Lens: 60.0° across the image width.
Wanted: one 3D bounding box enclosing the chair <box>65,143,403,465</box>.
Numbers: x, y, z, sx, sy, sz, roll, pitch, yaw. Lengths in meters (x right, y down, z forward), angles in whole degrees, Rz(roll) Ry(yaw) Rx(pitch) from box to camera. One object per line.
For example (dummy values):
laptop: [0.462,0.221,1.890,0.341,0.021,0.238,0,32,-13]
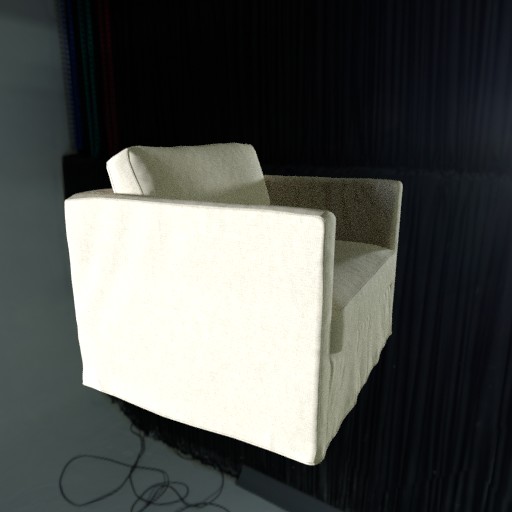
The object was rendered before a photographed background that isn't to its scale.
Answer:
chair: [0.000,0.000,1.765,0.949,0.867,1.057,8,17,27]
